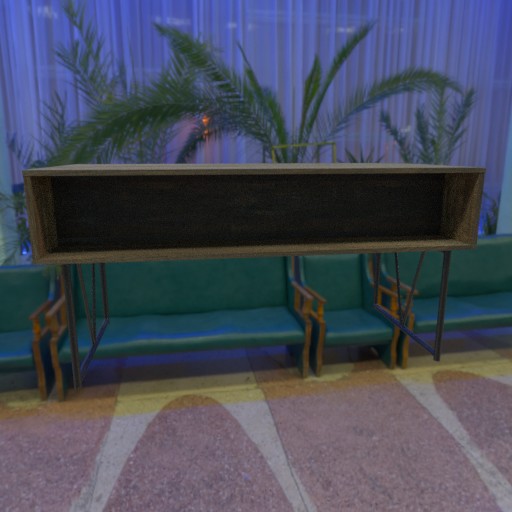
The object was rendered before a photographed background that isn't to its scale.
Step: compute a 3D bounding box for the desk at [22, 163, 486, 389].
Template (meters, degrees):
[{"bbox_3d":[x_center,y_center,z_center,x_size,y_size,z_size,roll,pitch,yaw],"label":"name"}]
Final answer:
[{"bbox_3d":[0.000,0.000,1.950,1.600,0.780,0.730,-2,13,-9],"label":"desk"}]
